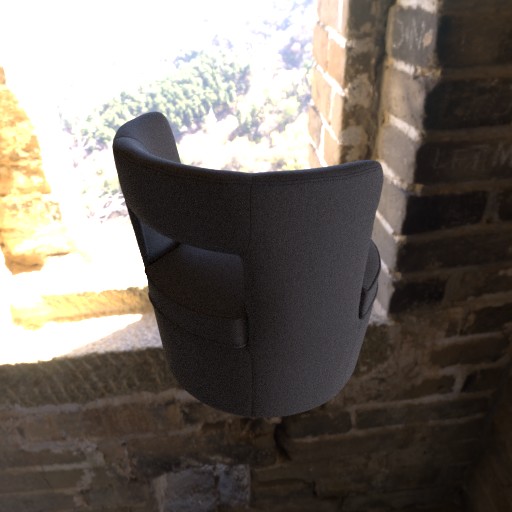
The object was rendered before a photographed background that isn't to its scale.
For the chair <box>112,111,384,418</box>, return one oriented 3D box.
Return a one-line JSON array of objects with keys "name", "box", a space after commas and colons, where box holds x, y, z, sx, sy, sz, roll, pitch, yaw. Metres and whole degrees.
[{"name": "chair", "box": [0.000, 0.000, 1.247, 0.689, 0.719, 0.660, 23, 38, 33]}]
